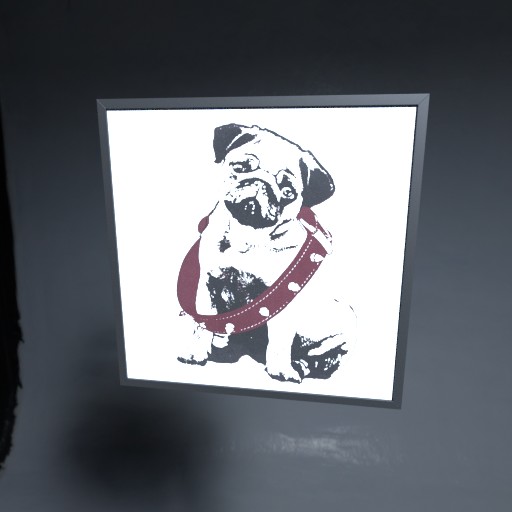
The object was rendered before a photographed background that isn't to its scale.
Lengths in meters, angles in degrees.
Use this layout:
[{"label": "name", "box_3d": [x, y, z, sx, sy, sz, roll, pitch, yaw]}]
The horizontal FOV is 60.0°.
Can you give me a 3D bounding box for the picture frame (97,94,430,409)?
[{"label": "picture frame", "box_3d": [0.000, 0.000, 0.471, 0.317, 0.317, 0.030, 2, 14, 9]}]
